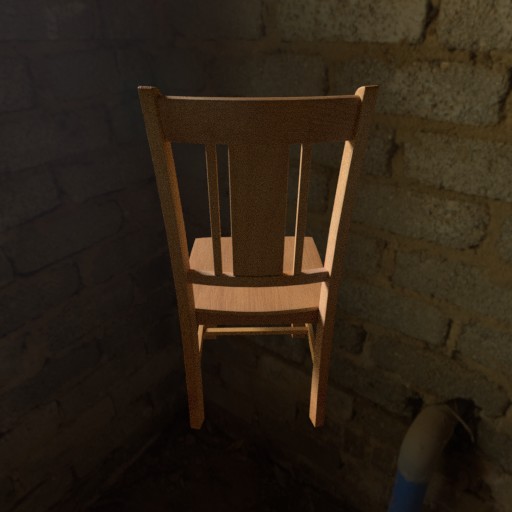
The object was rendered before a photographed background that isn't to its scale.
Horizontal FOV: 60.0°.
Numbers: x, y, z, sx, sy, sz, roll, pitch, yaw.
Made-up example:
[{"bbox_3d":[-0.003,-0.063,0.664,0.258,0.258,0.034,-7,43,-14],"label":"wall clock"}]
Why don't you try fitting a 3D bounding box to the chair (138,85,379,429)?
[{"bbox_3d":[0.000,0.000,1.286,0.450,0.998,0.556,-1,29,-1],"label":"chair"}]
